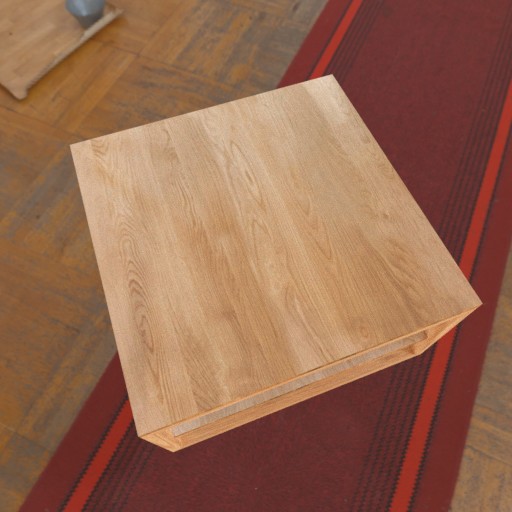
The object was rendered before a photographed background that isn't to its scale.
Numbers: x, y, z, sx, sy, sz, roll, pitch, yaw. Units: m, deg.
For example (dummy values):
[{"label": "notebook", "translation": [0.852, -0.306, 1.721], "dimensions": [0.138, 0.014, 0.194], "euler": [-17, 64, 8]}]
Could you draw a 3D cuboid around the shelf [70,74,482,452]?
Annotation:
[{"label": "shelf", "translation": [0.000, 0.000, 1.465], "dimensions": [0.899, 0.480, 0.899], "euler": [-18, 64, -9]}]
